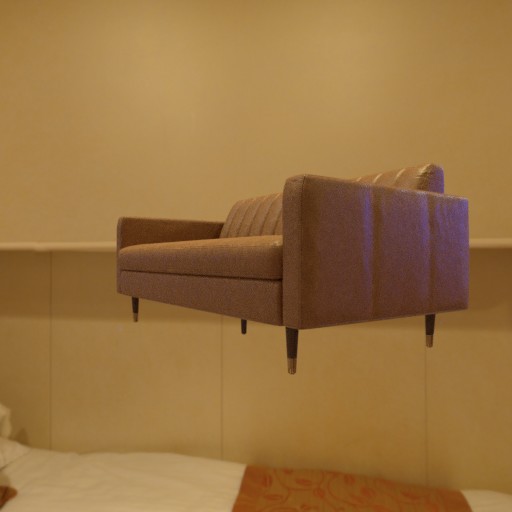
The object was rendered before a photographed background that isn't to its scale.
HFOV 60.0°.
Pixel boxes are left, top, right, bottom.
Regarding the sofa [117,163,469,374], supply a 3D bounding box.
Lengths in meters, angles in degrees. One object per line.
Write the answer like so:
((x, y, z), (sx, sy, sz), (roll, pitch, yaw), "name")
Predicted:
((0.000, 0.000, 2.371), (0.993, 0.821, 1.847), (0, 0, -35), "sofa")
